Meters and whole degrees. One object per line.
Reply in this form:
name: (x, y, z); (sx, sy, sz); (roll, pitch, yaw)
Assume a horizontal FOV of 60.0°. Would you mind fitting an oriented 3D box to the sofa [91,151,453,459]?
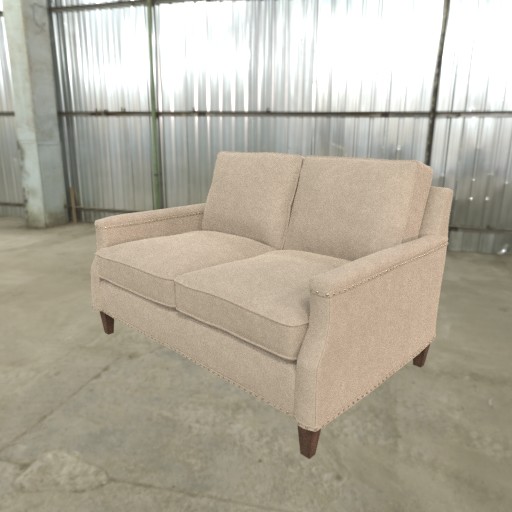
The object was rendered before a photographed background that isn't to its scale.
sofa: (0.000, 0.000, 2.263); (1.597, 1.002, 1.084); (14, 21, 42)
